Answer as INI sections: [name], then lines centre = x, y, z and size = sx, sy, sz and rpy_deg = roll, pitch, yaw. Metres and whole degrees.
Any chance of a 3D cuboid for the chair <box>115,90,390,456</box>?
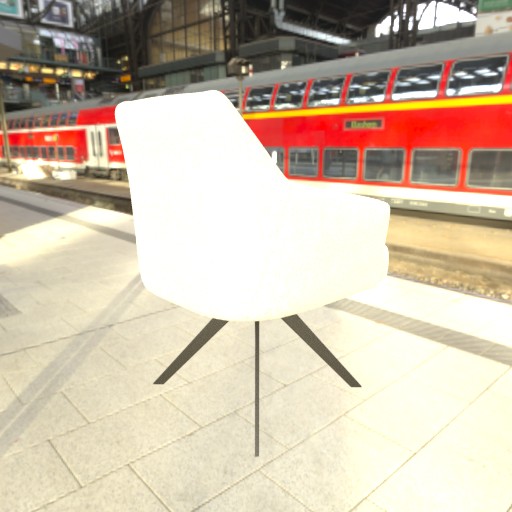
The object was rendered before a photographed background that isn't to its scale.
[chair]
centre = 0.000, 0.000, 1.342
size = 0.677, 0.874, 0.642
rpy_deg = -14, 20, -42
